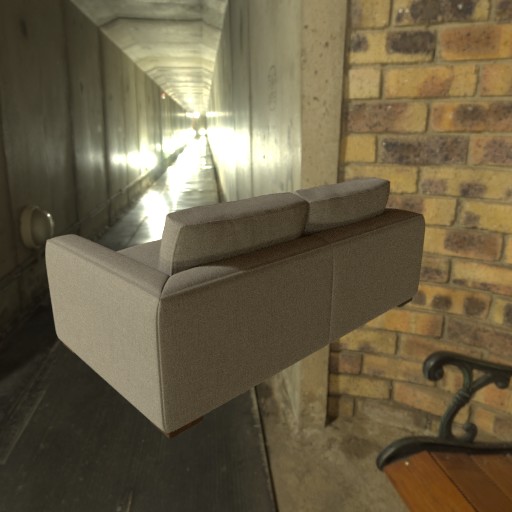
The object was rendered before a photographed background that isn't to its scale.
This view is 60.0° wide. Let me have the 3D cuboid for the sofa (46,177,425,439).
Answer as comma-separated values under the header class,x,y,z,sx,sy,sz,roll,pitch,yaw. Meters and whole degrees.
class,x,y,z,sx,sy,sz,roll,pitch,yaw
sofa,0.000,0.000,2.473,1.920,0.800,1.069,-16,24,-41
